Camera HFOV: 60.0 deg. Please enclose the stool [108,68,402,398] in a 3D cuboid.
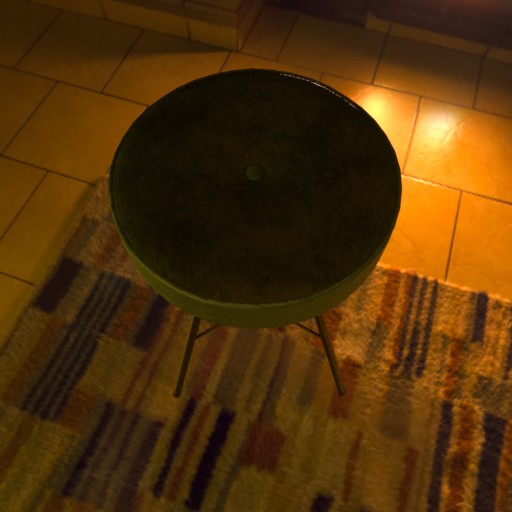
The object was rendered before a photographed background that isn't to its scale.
[{"bbox_3d":[0.000,0.000,0.897,0.430,0.595,0.457,0,63,0],"label":"stool"}]
